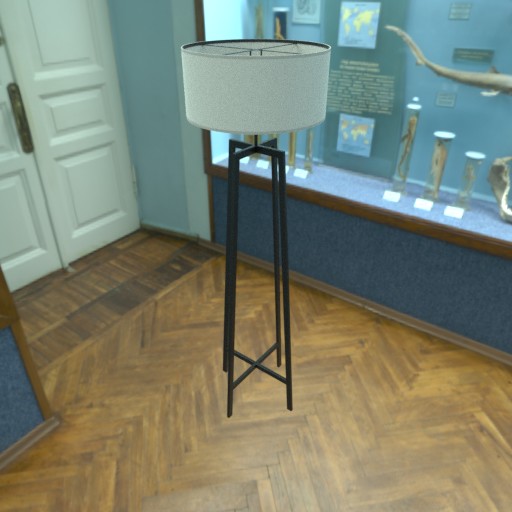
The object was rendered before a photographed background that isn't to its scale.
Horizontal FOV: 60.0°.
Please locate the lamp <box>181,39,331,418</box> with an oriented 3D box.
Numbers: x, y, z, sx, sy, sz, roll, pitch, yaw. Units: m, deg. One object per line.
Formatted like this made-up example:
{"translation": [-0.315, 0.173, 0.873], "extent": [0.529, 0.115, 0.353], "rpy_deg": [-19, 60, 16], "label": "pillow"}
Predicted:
{"translation": [0.000, 0.000, 1.756], "extent": [0.456, 1.510, 0.457], "rpy_deg": [22, 37, 31], "label": "lamp"}
